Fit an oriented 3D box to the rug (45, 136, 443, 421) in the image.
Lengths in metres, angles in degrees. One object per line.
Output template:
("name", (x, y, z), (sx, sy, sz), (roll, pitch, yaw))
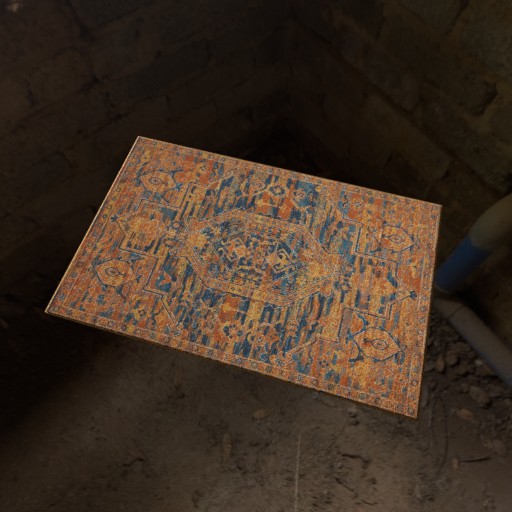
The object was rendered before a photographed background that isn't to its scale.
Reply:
("rug", (0.000, 0.000, 1.097), (0.863, 0.008, 0.557), (14, 64, 7))
